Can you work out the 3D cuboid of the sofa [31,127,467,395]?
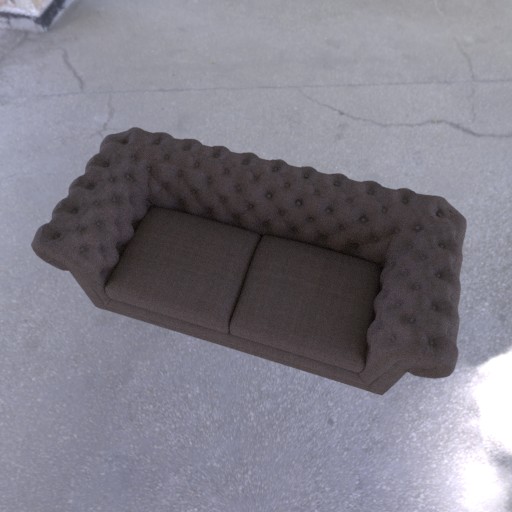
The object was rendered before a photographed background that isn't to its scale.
[{"bbox_3d":[0.000,0.000,2.472,2.048,0.780,0.944,15,59,9],"label":"sofa"}]
